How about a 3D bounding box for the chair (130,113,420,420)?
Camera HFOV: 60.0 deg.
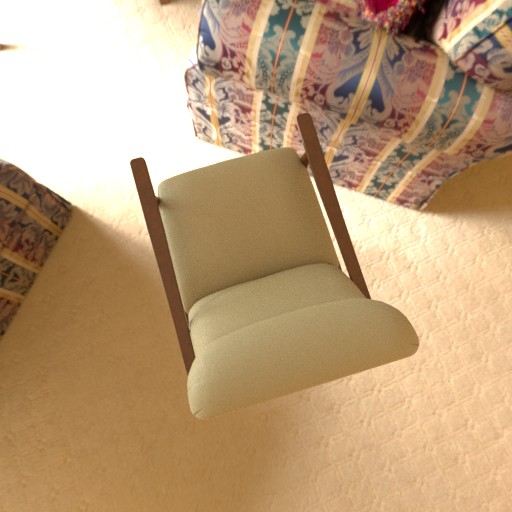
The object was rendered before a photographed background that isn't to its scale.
[{"bbox_3d":[0.000,0.000,1.765,0.762,1.082,1.014,-16,76,-4],"label":"chair"}]
